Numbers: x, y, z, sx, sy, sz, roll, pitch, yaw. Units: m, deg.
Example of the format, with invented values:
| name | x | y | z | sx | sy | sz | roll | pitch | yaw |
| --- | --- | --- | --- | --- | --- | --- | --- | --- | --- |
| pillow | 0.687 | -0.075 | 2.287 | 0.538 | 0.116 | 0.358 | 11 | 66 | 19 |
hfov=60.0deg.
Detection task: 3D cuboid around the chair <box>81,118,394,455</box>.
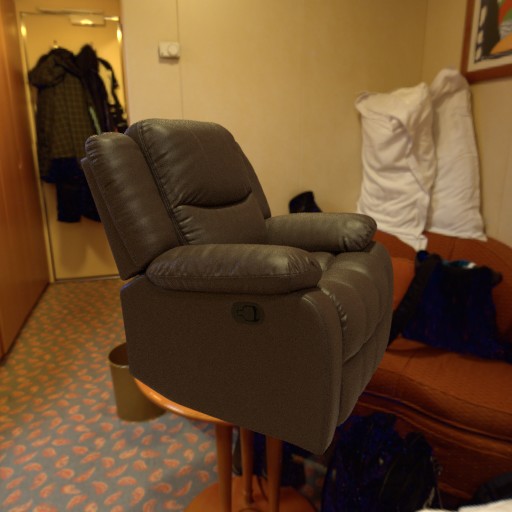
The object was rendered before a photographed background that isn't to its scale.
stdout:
| name | x | y | z | sx | sy | sz | roll | pitch | yaw |
| --- | --- | --- | --- | --- | --- | --- | --- | --- | --- |
| chair | 0.000 | 0.000 | 1.692 | 0.934 | 1.009 | 0.899 | 8 | 16 | 28 |
